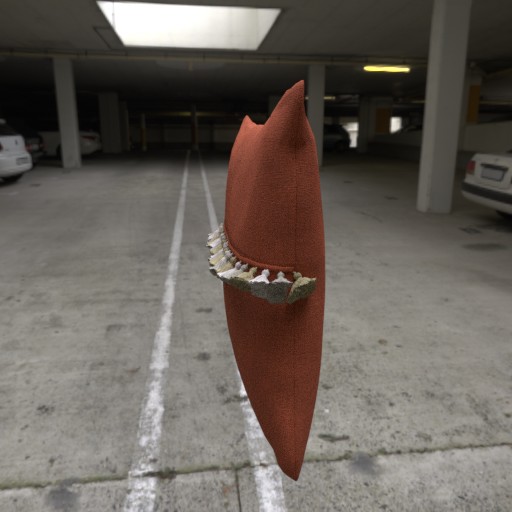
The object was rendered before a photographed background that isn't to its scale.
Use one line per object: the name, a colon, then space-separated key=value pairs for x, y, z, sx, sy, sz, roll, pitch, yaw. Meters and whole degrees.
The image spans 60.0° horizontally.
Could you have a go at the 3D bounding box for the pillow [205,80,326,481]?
pillow: x=0.000 y=0.000 z=0.733 sx=0.165 sy=0.482 sz=0.490 roll=-2 pitch=13 yaw=-8
